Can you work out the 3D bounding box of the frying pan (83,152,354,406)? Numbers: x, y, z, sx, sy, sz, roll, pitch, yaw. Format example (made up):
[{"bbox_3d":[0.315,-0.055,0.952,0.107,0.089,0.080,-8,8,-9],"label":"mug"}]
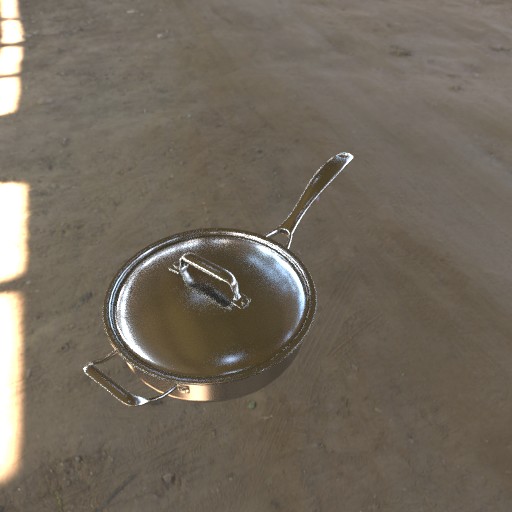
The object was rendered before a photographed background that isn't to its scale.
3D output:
[{"bbox_3d":[0.000,0.000,0.655,0.280,0.114,0.561,26,47,26],"label":"frying pan"}]
